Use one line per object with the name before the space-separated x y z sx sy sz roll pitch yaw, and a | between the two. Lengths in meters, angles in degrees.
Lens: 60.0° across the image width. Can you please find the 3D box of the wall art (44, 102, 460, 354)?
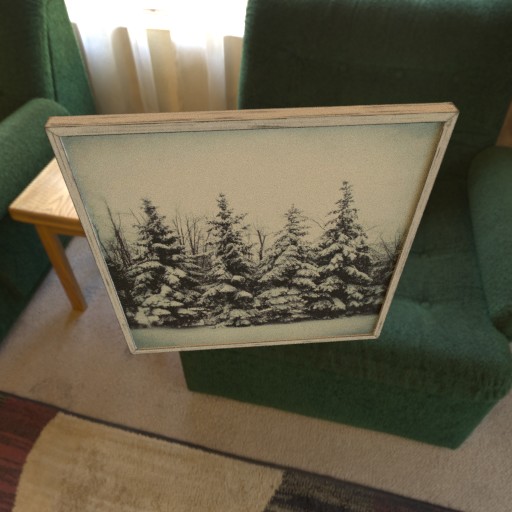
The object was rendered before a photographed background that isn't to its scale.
wall art | 0.000 0.000 1.097 0.761 0.761 0.037 -3 46 -3
